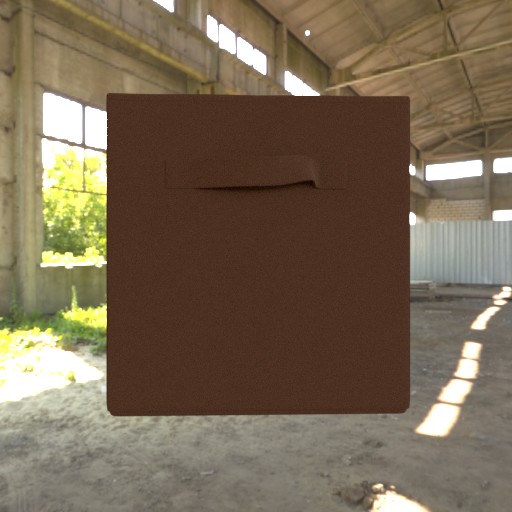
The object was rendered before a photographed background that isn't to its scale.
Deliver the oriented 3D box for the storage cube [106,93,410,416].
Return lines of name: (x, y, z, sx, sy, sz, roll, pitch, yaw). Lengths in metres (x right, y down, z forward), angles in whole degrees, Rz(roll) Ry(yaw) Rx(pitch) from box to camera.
storage cube: (0.000, 0.000, 0.501, 0.270, 0.280, 0.270, 0, 0, -2)
